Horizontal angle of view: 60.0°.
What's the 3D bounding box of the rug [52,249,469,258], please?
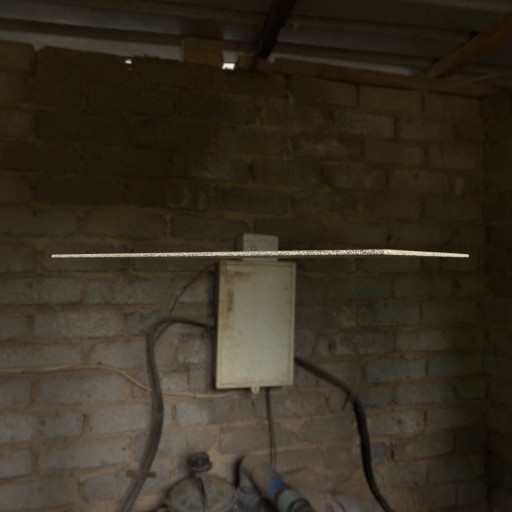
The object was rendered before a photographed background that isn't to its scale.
[{"bbox_3d":[0.000,0.000,2.917,2.297,0.018,1.532,-1,-1,36],"label":"rug"}]
